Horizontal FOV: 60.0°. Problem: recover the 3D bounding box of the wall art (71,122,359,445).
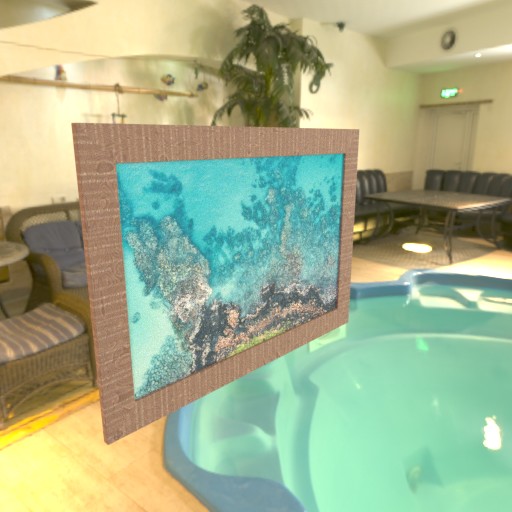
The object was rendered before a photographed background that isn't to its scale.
[{"bbox_3d":[0.000,0.000,1.360,0.020,0.761,1.056,14,21,43],"label":"wall art"}]
